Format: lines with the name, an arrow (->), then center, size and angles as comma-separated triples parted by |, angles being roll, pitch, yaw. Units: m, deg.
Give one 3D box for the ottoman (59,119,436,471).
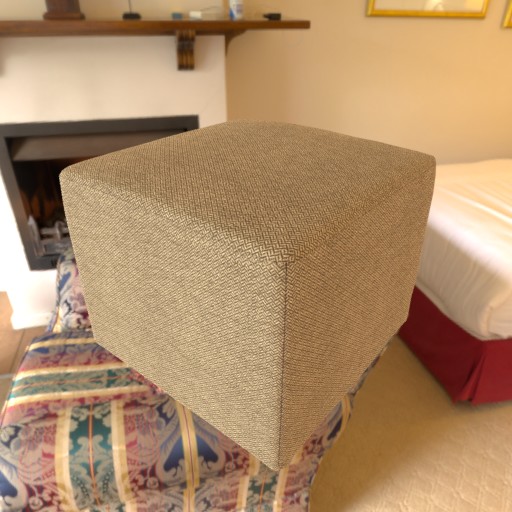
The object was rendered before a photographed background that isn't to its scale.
ottoman -> 0.000, 0.000, 0.906 | 0.512, 0.453, 0.519 | 22, 37, 33
